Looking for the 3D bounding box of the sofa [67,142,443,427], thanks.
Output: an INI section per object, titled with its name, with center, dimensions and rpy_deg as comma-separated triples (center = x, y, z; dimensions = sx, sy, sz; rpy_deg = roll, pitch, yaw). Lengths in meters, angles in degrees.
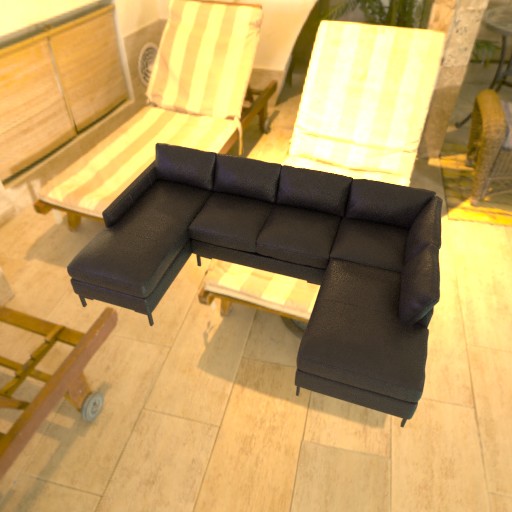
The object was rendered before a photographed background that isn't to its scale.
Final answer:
[sofa]
center = 0.000, 0.000, 3.908
dimensions = 2.956, 0.900, 1.939
rpy_deg = 13, 44, 14
